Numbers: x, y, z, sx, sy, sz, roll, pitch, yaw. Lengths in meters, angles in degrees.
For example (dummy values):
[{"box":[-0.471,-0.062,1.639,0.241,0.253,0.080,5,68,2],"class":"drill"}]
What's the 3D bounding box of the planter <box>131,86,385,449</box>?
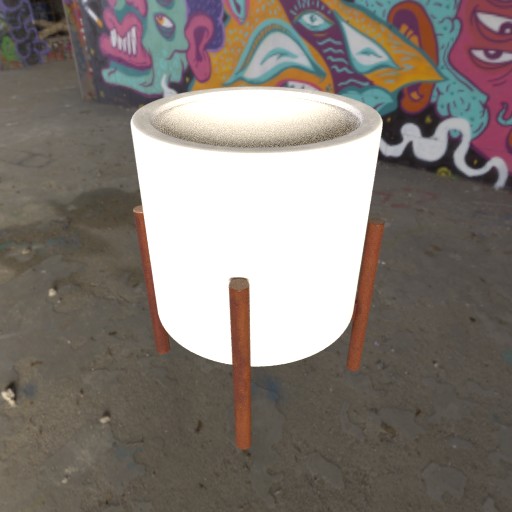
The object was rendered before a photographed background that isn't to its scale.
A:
[{"box":[0.000,0.000,0.911,0.421,0.581,0.420,-21,38,-29],"class":"planter"}]
